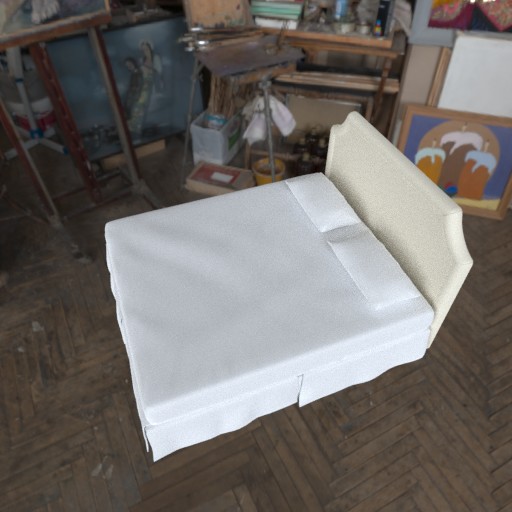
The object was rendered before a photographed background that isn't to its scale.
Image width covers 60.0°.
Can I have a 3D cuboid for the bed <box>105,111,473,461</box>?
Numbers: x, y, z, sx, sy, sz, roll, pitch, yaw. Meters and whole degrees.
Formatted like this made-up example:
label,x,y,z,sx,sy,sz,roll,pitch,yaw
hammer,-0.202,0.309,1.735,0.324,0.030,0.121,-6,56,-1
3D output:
label,x,y,z,sx,sy,sz,roll,pitch,yaw
bed,0.000,0.000,4.125,2.773,1.590,2.350,-15,48,-14
